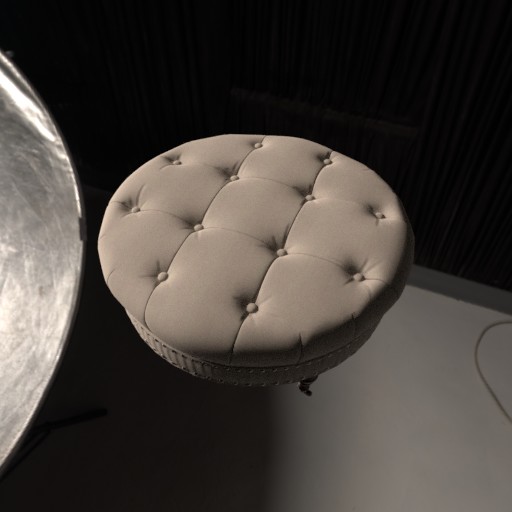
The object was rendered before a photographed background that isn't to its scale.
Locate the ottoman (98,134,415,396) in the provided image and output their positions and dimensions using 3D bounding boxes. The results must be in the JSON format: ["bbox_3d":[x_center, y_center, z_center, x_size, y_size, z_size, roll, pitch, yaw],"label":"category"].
[{"bbox_3d":[0.000,0.000,1.405,0.901,0.439,0.901,0,47,0],"label":"ottoman"}]
